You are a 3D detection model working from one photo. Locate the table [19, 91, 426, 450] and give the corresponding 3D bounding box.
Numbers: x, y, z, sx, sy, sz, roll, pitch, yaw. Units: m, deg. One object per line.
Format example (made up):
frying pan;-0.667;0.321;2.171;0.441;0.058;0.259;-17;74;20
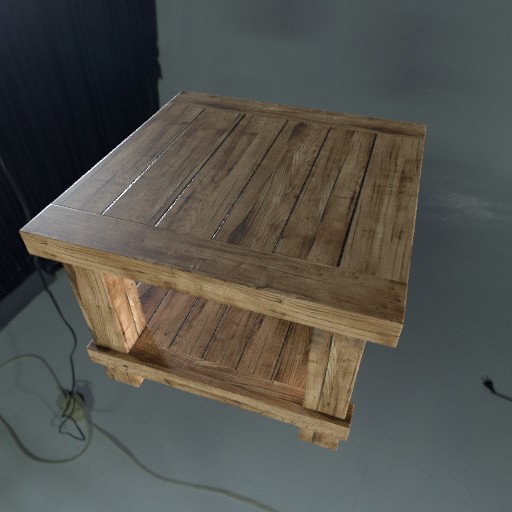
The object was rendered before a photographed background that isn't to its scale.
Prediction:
table;0.000;0.000;1.016;0.610;0.457;0.610;13;44;14
